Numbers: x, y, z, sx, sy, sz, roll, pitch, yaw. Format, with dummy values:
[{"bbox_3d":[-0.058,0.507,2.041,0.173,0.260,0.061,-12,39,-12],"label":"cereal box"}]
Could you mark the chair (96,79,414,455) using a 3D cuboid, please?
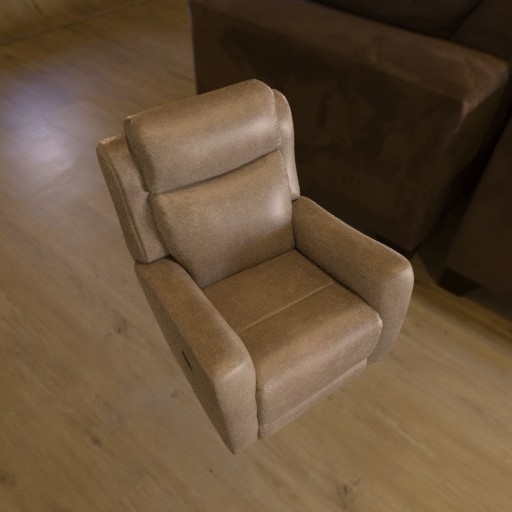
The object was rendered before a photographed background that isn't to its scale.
[{"bbox_3d":[0.000,0.000,1.950,0.965,1.116,1.068,-25,51,-22],"label":"chair"}]
